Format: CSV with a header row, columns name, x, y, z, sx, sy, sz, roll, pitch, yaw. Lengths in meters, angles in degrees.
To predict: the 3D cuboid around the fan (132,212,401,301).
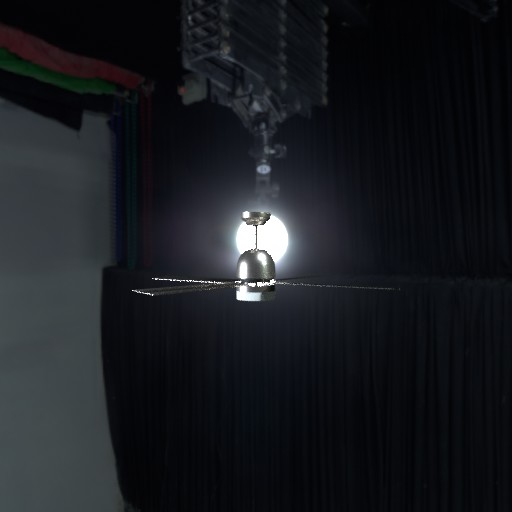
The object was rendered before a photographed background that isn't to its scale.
name,x,y,z,sx,sy,sz,roll,pitch,yaw
fan,0.000,0.000,2.100,1.346,0.406,1.346,0,1,35
